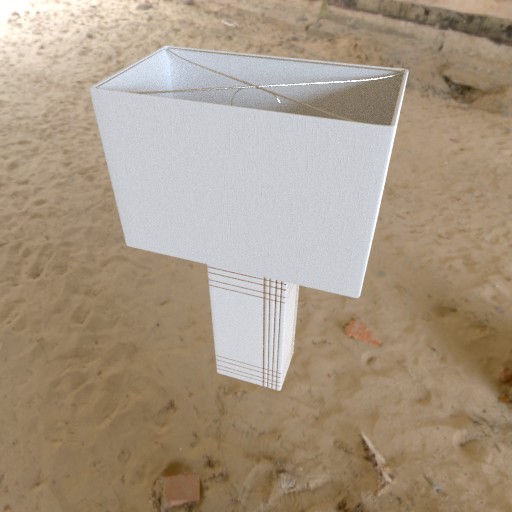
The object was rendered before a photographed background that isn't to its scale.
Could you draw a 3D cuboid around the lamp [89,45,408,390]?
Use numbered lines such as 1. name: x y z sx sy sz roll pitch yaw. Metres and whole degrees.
1. lamp: 0.000 0.000 0.691 0.334 0.543 0.182 12 41 14
